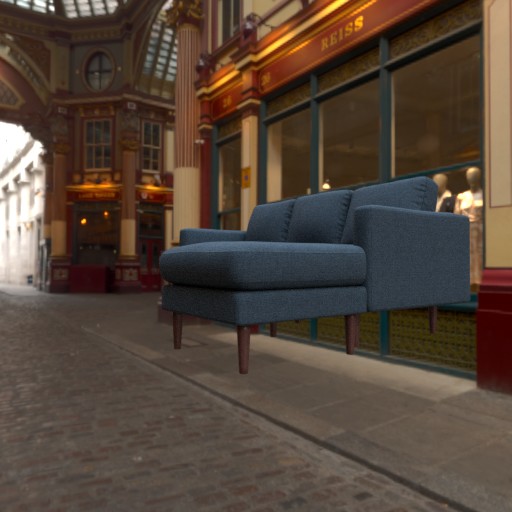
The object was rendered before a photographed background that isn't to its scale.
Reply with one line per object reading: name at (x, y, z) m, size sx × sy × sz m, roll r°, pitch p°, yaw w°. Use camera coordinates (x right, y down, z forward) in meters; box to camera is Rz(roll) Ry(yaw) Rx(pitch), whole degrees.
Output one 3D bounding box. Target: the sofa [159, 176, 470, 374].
sofa at (0.000, 0.000, 2.960) m, size 1.667 × 0.957 × 2.055 m, roll 0°, pitch -1°, yaw -36°
